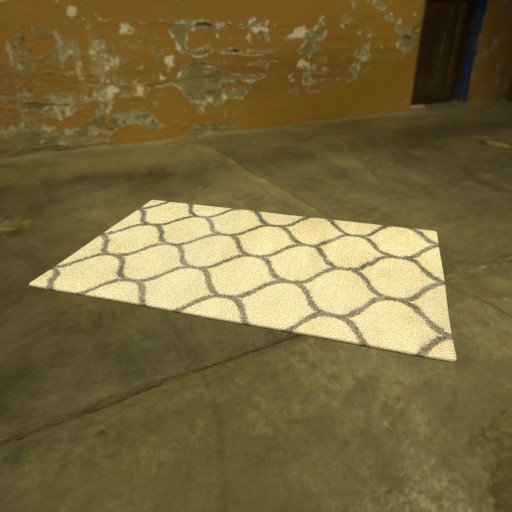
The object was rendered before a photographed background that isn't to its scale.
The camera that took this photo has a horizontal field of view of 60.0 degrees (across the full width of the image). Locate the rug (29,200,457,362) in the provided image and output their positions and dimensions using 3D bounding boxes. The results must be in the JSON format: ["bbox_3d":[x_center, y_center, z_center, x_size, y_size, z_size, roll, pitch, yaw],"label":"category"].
[{"bbox_3d":[0.000,0.000,2.942,2.348,0.024,1.501,8,28,15],"label":"rug"}]
